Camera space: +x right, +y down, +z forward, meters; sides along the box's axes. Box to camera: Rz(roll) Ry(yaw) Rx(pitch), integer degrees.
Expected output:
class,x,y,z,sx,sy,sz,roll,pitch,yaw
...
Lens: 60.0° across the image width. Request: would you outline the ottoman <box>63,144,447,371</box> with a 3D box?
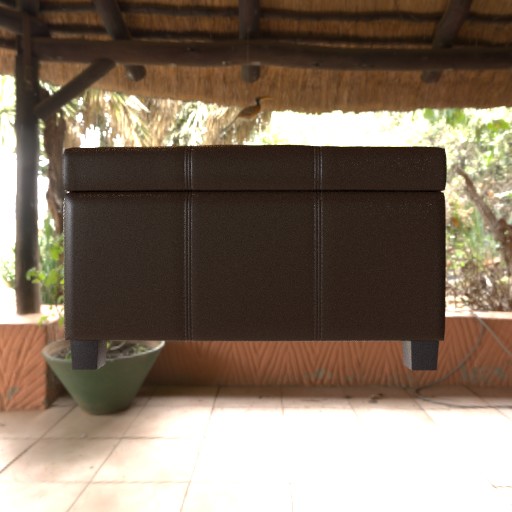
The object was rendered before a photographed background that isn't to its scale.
class,x,y,z,sx,sy,sz,roll,pitch,yaw
ottoman,0.000,0.000,1.272,0.787,0.460,0.788,0,0,0
